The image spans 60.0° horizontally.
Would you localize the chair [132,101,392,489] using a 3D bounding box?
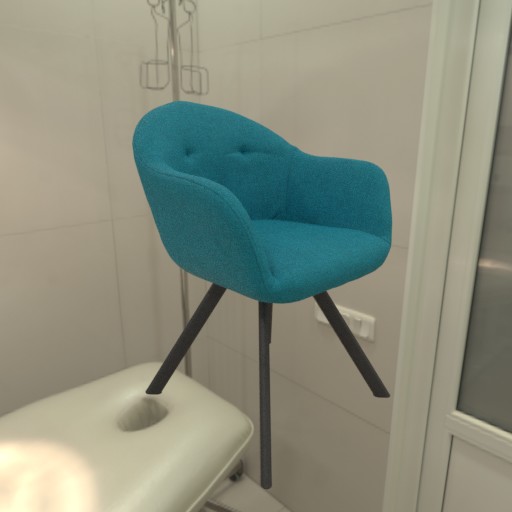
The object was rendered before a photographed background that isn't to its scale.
[{"bbox_3d":[0.000,0.000,1.142,0.545,0.775,0.565,-15,22,-41],"label":"chair"}]
